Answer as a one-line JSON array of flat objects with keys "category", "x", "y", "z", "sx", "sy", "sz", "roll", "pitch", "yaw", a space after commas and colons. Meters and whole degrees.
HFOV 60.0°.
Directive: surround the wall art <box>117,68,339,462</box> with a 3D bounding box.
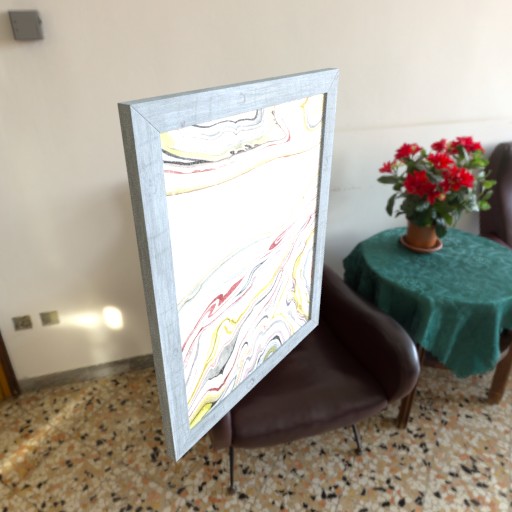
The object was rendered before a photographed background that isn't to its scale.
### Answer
[{"category": "wall art", "x": 0.000, "y": 0.000, "z": 0.788, "sx": 0.022, "sy": 0.582, "sz": 0.479, "roll": 20, "pitch": 34, "yaw": 32}]
